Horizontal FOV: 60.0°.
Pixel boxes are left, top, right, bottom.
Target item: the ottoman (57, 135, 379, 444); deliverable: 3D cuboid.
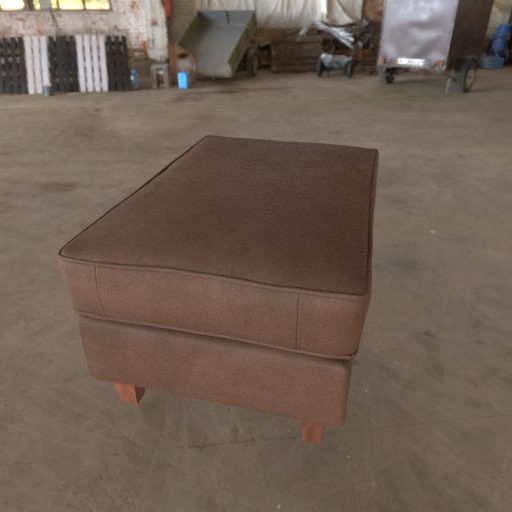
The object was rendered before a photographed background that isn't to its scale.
[{"bbox_3d":[0.000,0.000,1.208,0.596,0.481,0.860,7,31,12],"label":"ottoman"}]
